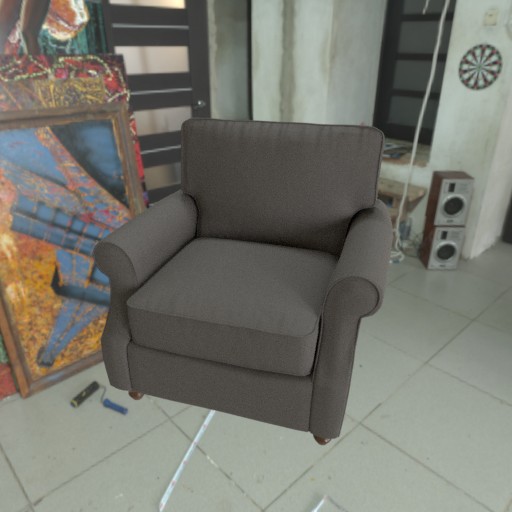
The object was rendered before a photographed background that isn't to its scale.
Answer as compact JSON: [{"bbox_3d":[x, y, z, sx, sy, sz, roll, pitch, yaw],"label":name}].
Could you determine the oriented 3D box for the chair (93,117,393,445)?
[{"bbox_3d":[0.000,0.000,1.775,1.029,0.967,0.966,8,26,16],"label":"chair"}]
